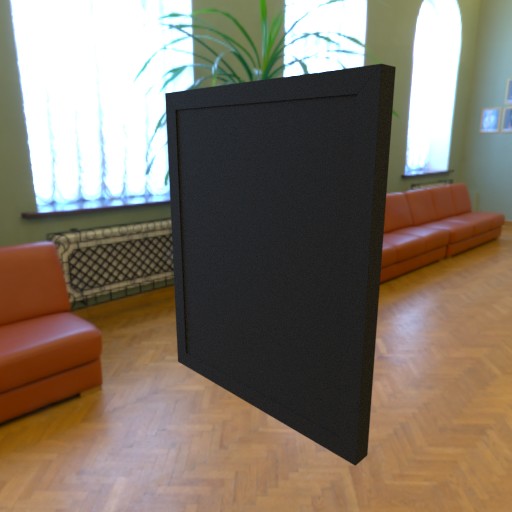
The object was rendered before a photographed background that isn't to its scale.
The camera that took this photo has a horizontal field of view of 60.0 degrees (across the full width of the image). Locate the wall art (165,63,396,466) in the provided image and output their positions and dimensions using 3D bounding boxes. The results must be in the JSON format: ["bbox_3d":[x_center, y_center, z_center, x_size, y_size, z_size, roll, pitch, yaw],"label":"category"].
[{"bbox_3d":[0.000,0.000,0.761,0.033,0.559,0.457,-14,20,-43],"label":"wall art"}]
